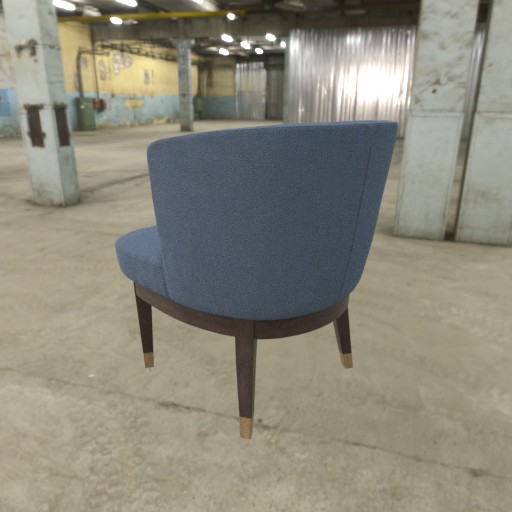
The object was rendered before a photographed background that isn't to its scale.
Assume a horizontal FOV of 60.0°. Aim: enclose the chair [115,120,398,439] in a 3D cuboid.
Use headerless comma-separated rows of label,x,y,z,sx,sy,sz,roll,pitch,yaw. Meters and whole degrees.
chair,0.000,0.000,1.279,0.661,0.760,0.702,-17,25,-42
